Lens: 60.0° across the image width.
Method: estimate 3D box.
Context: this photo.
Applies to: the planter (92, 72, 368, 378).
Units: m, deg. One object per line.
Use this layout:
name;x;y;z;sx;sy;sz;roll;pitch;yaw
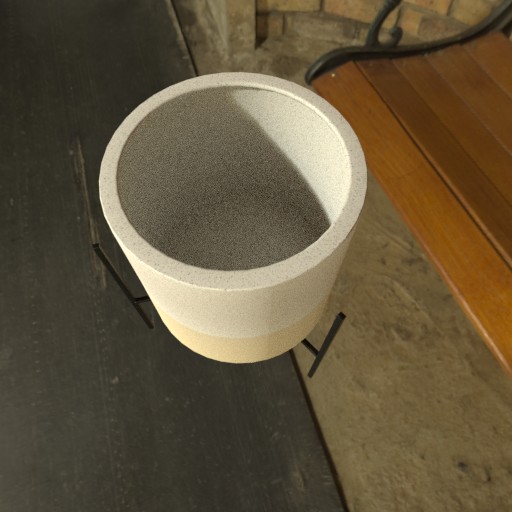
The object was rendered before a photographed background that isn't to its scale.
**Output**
planter;0.000;0.000;0.551;0.267;0.362;0.263;32;68;15
